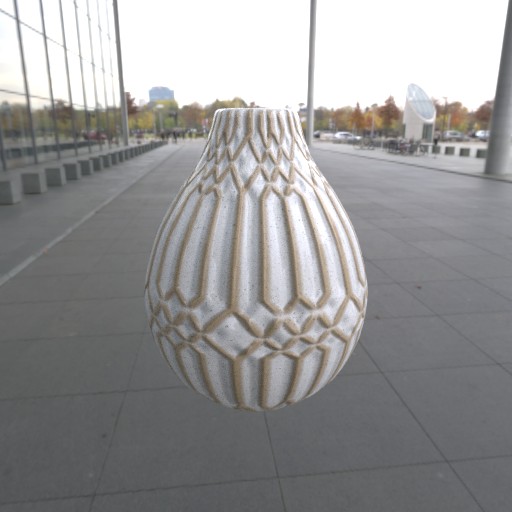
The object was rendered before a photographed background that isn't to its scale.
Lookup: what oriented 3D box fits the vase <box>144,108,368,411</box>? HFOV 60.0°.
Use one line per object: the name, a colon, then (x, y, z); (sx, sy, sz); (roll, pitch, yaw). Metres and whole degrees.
vase: (0.000, 0.000, 0.319); (0.159, 0.200, 0.159); (0, 16, 0)
